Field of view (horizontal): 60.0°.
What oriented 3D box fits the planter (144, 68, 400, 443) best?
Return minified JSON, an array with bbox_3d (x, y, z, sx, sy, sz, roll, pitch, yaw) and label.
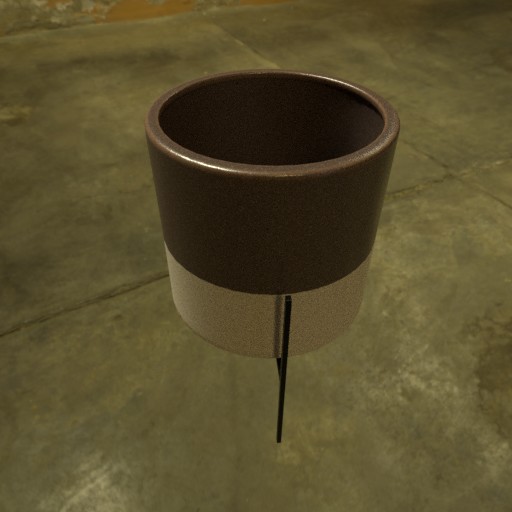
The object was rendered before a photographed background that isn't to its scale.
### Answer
[{"bbox_3d":[0.000,0.000,0.522,0.260,0.353,0.250,12,42,13],"label":"planter"}]
